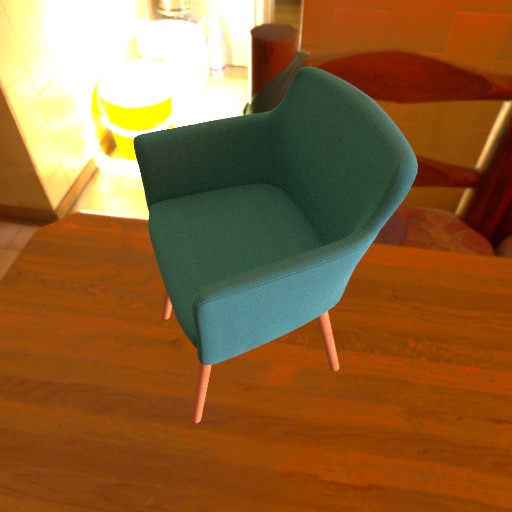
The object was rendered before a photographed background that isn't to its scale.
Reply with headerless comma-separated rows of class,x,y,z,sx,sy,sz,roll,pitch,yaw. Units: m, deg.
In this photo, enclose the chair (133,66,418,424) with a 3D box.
chair,0.000,0.000,1.154,0.540,0.780,0.570,-16,49,-14
